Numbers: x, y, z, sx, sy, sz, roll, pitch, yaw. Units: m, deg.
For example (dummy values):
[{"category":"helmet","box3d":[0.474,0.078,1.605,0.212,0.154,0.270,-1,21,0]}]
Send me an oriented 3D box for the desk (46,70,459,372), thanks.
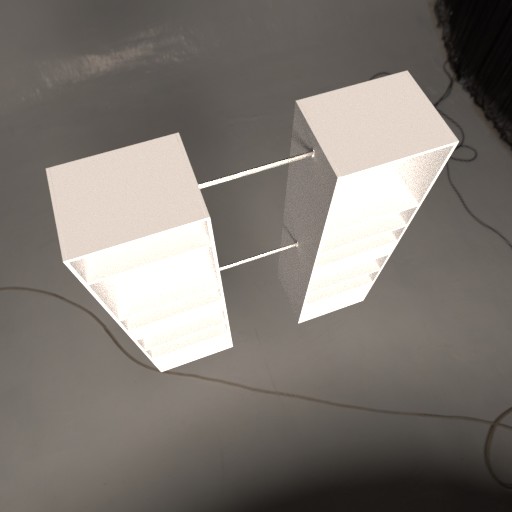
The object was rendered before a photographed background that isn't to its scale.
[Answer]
[{"category":"desk","box3d":[0.000,0.000,2.854,1.770,2.000,0.480,-18,65,-9]}]
